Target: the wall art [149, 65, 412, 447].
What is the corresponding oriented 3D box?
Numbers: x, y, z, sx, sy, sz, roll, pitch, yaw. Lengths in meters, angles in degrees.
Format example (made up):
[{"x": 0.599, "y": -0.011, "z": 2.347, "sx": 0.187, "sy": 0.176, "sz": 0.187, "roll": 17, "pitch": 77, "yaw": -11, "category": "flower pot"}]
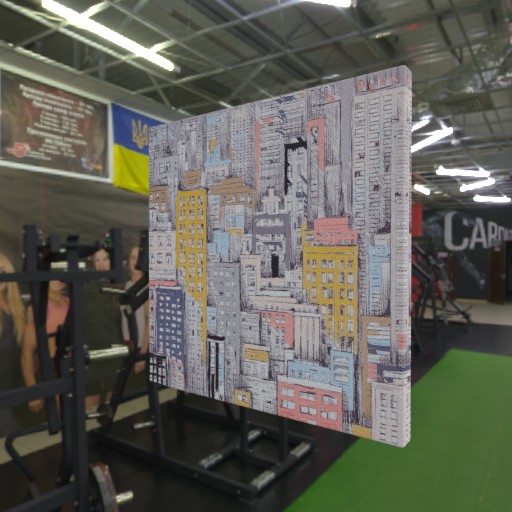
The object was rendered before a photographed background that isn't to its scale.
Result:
[{"x": 0.000, "y": 0.000, "z": 1.119, "sx": 0.761, "sy": 0.762, "sz": 0.048, "roll": 0, "pitch": 1, "yaw": 36, "category": "wall art"}]
